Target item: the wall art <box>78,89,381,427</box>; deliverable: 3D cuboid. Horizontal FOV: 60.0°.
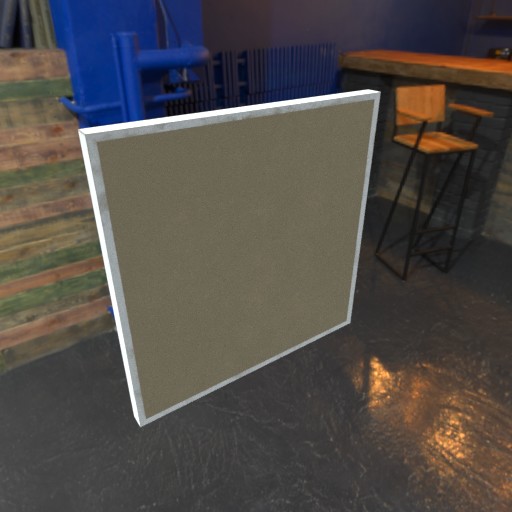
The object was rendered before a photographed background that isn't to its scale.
[{"bbox_3d":[0.000,0.000,0.780,0.508,0.506,0.029,-19,35,-30],"label":"wall art"}]
